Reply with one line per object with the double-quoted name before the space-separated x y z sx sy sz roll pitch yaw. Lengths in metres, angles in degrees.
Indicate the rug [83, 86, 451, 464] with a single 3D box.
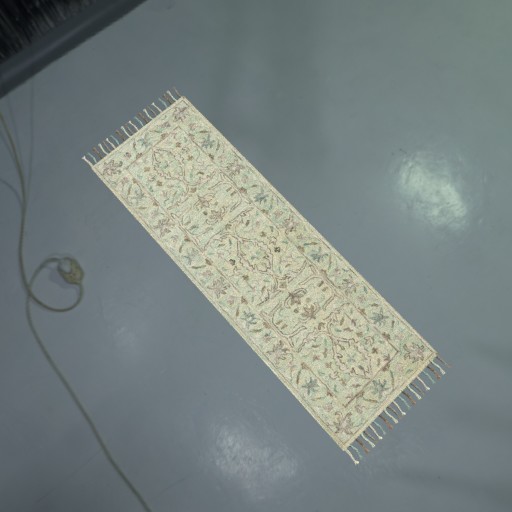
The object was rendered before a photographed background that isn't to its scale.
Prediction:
"rug" 0.000 0.000 2.658 0.769 0.013 2.440 -42 80 -9
